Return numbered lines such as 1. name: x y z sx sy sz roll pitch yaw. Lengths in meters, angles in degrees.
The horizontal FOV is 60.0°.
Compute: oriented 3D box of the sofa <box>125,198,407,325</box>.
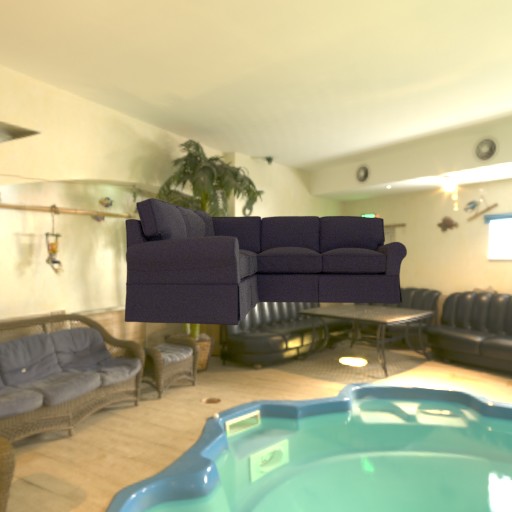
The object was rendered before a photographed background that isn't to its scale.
1. sofa: 0.000 0.000 5.253 2.874 1.169 3.773 0 0 37
